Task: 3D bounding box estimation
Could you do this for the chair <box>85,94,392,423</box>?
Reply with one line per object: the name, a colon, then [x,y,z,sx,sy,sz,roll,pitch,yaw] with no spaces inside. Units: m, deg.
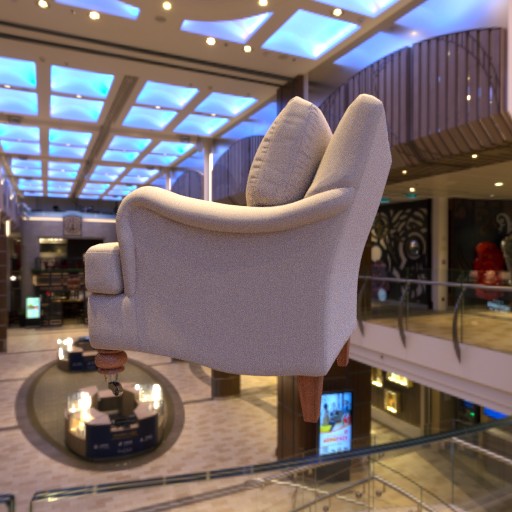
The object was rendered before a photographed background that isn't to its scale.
chair: [0.000,0.000,1.863,1.070,1.038,0.955,0,0,19]
